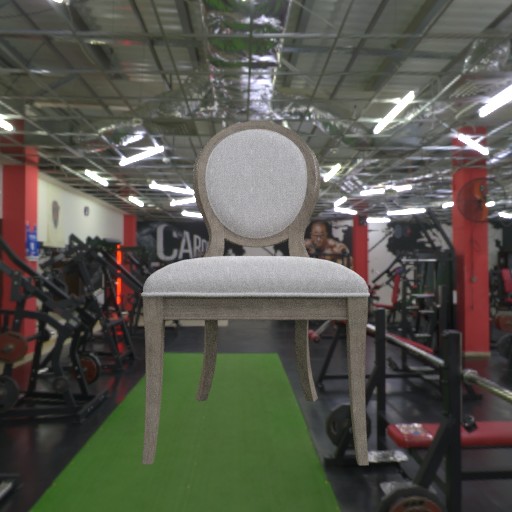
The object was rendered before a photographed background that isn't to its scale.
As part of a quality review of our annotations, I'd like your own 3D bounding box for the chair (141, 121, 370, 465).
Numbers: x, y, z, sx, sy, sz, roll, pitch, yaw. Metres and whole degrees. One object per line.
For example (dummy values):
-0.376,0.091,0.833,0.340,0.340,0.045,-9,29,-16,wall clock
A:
0.000,0.000,1.348,0.558,0.990,0.602,0,-1,0,chair
